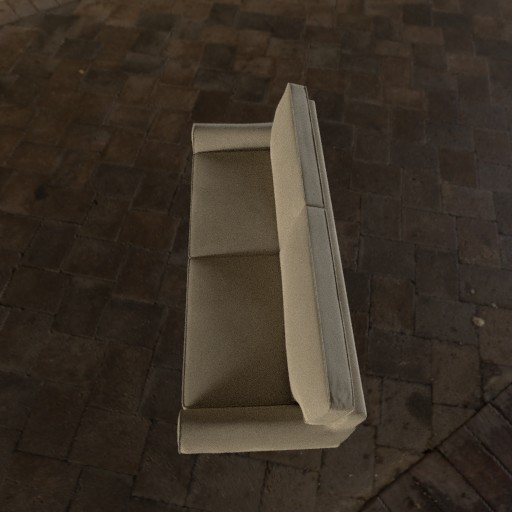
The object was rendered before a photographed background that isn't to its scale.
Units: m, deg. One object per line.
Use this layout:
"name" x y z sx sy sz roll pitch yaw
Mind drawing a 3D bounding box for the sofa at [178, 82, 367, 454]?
"sofa" 0.000 0.000 2.753 0.900 1.014 2.246 -2 58 -1
